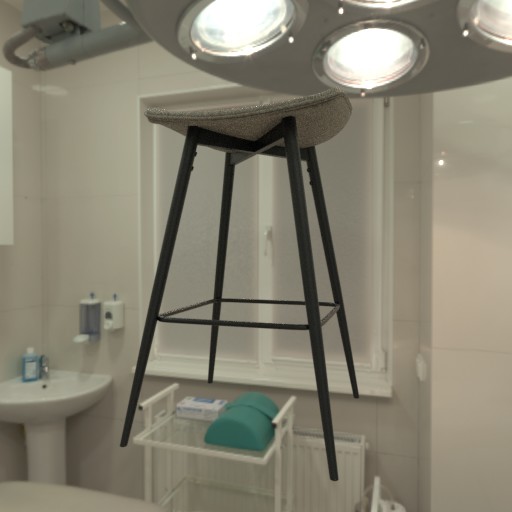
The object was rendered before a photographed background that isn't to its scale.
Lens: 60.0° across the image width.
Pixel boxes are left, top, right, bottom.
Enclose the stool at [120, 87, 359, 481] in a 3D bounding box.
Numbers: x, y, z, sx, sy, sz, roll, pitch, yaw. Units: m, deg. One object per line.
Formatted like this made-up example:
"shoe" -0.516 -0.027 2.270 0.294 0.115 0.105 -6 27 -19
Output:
"stool" 0.000 0.000 1.102 0.469 0.814 0.480 0 1 18
